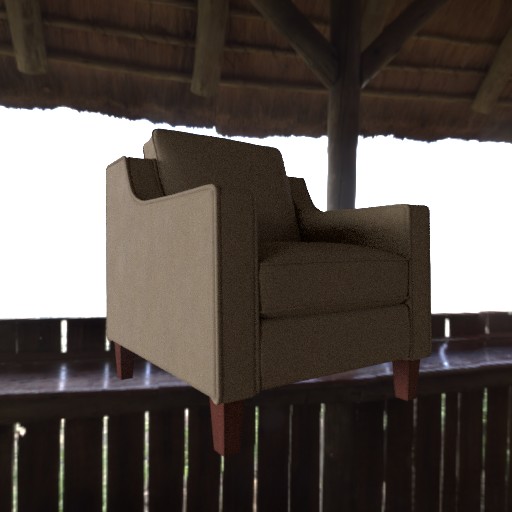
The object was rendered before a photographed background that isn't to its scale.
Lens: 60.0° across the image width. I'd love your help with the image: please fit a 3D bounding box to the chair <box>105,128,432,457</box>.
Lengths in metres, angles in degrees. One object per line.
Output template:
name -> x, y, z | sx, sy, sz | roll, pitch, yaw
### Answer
chair -> 0.000, 0.000, 1.612 | 0.831, 0.960, 0.909 | -1, 1, -35
